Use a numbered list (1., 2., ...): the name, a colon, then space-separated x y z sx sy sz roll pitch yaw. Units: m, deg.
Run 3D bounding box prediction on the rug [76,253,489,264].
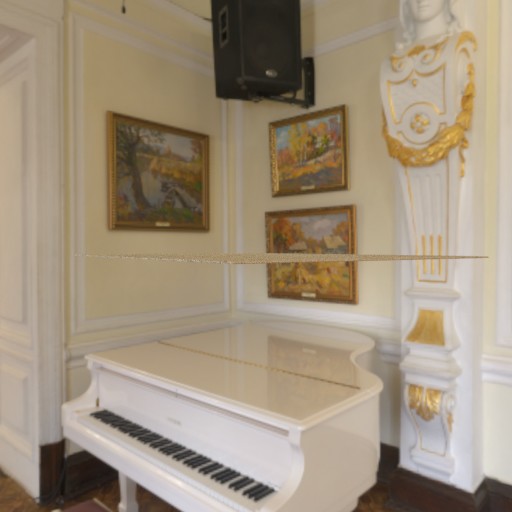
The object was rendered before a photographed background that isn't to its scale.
1. rug: 0.000 0.000 4.096 2.471 0.012 3.034 -1 1 -36
